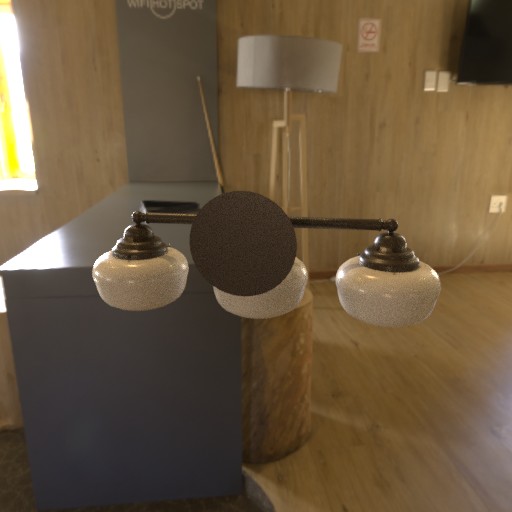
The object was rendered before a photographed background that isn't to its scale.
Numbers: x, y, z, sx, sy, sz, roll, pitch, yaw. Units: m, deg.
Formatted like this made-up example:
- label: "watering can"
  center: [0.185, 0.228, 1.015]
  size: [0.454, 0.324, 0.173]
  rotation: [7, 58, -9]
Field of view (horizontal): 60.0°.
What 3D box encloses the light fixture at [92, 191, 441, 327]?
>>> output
- label: "light fixture"
  center: [0.000, 0.000, 0.710]
  size: [0.587, 0.242, 0.239]
  rotation: [2, 17, 8]
